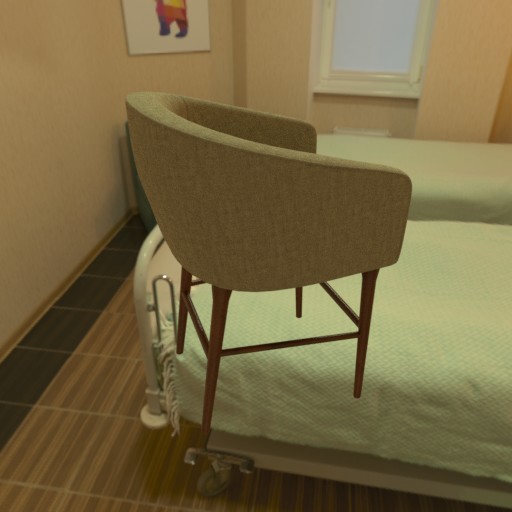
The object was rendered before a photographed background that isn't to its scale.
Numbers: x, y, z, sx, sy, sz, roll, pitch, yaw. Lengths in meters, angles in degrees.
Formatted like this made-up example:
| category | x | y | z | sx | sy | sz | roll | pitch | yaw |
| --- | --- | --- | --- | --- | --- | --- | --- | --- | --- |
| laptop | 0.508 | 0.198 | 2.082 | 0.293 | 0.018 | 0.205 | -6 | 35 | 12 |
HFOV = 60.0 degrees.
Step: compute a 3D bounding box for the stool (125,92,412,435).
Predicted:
| category | x | y | z | sx | sy | sz | roll | pitch | yaw |
| --- | --- | --- | --- | --- | --- | --- | --- | --- | --- |
| stool | 0.000 | 0.000 | 1.342 | 0.635 | 0.952 | 0.559 | -11 | 32 | -18 |
